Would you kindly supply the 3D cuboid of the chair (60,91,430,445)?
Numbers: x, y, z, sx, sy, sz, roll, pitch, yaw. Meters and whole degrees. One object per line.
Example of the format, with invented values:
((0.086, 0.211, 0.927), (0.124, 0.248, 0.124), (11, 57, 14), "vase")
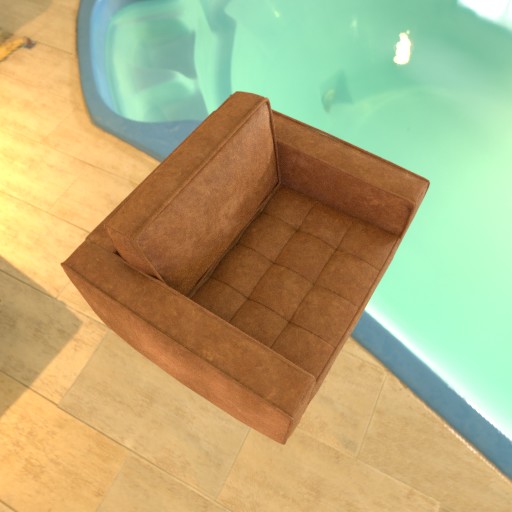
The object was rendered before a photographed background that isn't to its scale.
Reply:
((0.000, 0.000, 1.518), (0.798, 0.767, 0.928), (29, 63, 16), "chair")
